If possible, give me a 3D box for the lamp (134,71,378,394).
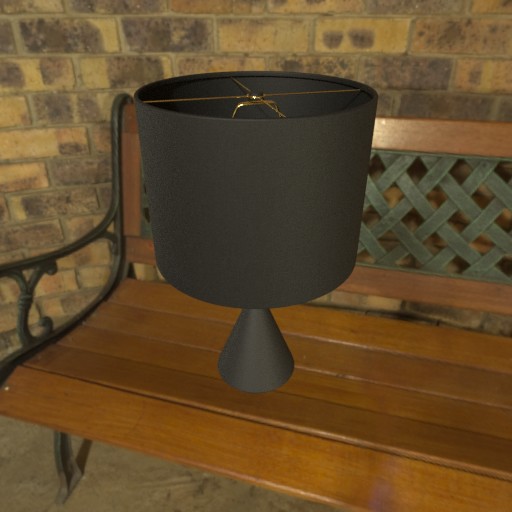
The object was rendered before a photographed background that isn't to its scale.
[{"bbox_3d":[0.000,0.000,0.816,0.359,0.584,0.359,-8,32,-13],"label":"lamp"}]
